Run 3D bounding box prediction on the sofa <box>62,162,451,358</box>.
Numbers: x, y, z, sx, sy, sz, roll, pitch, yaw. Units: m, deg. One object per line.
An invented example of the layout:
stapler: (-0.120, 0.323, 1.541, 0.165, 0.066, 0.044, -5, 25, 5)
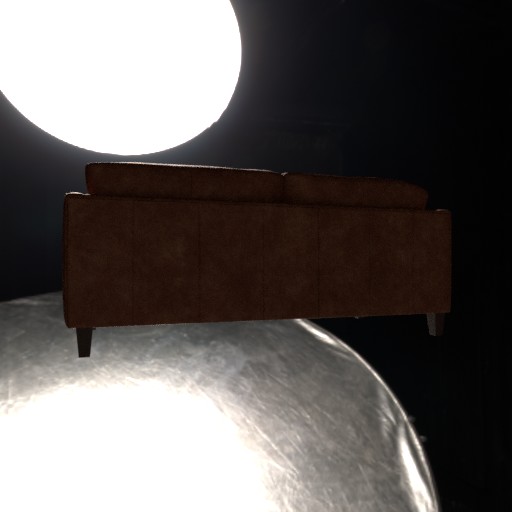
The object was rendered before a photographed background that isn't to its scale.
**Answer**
sofa: (0.000, 0.000, 2.538, 1.971, 0.863, 0.923, 0, -1, -18)
